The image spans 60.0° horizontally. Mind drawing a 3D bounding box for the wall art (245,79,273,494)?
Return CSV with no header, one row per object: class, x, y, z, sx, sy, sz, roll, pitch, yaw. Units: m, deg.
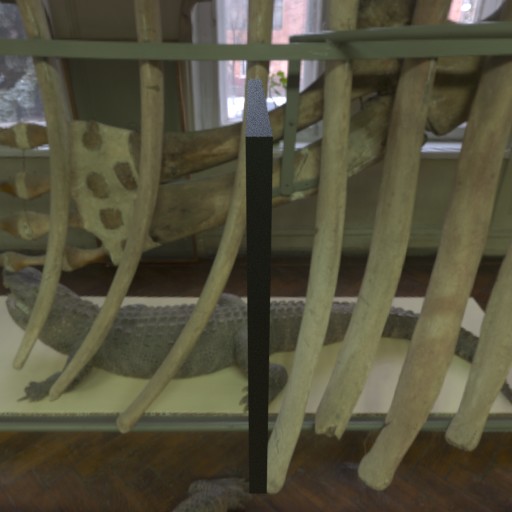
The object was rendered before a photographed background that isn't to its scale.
wall art,0.000,0.000,1.121,0.038,0.762,0.762,0,27,-1
